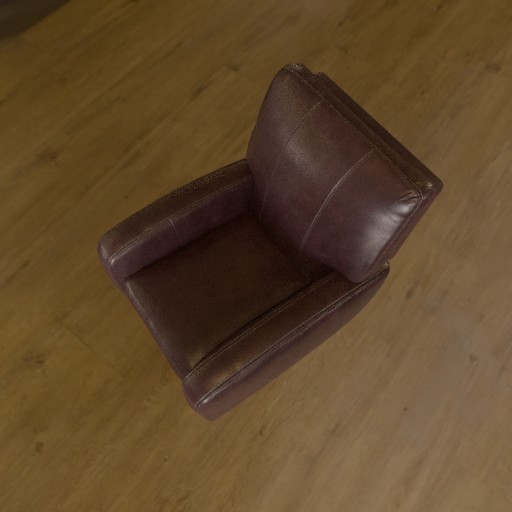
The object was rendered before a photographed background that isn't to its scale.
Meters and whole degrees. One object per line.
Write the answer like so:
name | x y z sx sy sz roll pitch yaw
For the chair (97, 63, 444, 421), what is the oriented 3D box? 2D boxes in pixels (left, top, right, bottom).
chair | 0.000 0.000 1.679 0.990 0.990 0.762 -33 69 -15
